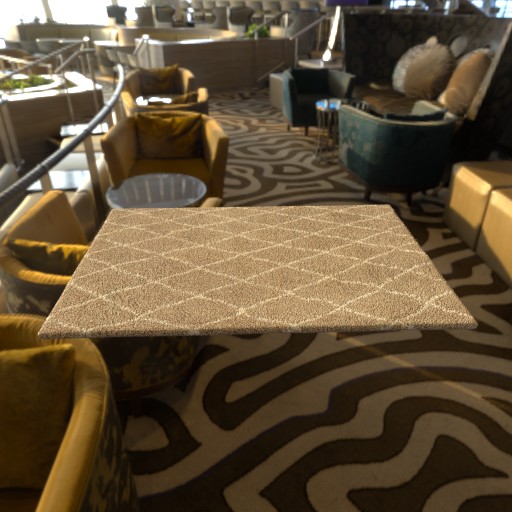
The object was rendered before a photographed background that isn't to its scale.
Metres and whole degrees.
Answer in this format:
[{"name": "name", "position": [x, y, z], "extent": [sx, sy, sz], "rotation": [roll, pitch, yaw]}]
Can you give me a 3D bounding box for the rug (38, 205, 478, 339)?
[{"name": "rug", "position": [0.000, 0.000, 2.307], "extent": [1.778, 0.030, 1.219], "rotation": [-1, 30, -2]}]
